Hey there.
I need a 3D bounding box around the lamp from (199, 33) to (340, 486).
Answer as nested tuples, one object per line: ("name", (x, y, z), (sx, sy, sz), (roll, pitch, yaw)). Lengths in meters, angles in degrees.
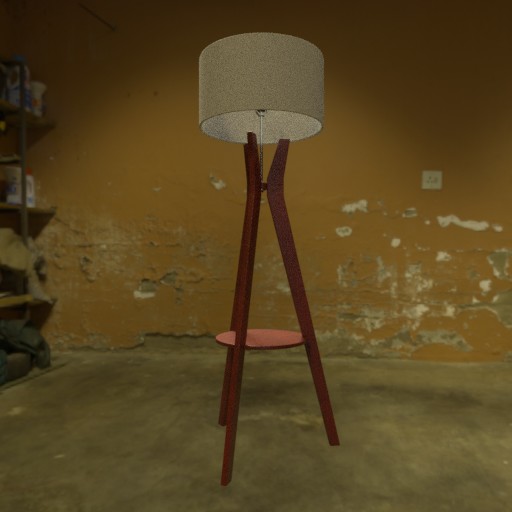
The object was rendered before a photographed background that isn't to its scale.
("lamp", (0.000, 0.000, 1.725), (0.539, 1.472, 0.542), (0, 0, -36))
